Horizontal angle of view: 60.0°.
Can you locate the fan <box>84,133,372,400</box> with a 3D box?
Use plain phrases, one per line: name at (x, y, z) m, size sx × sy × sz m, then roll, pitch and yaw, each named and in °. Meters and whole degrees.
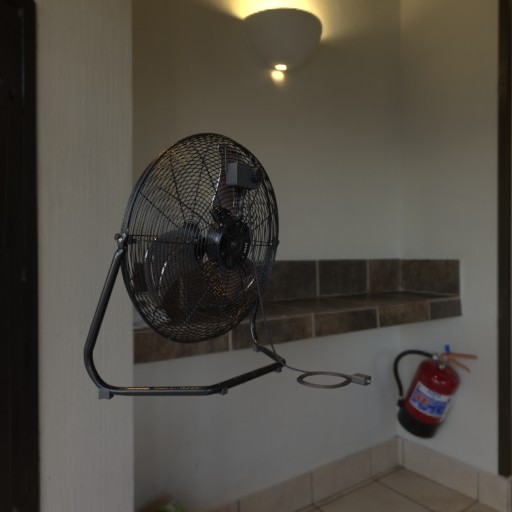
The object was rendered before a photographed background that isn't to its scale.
fan at (0.000, 0.000, 0.950) m, size 0.424 × 0.546 × 0.555 m, roll 0°, pitch 0°, yaw 36°
